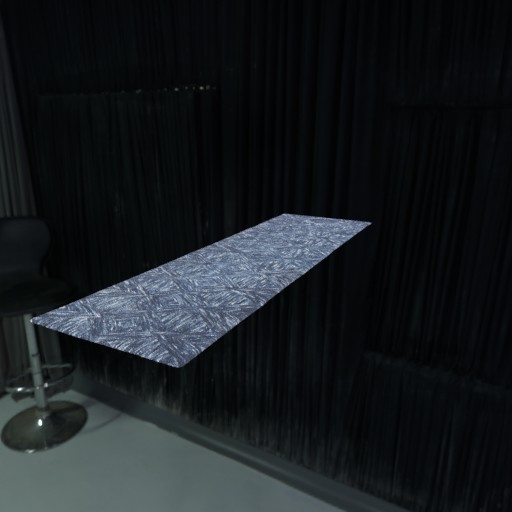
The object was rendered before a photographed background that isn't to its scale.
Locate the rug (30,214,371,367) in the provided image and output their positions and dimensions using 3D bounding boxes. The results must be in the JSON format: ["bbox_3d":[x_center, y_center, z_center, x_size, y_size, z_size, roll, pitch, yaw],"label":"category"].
[{"bbox_3d":[0.000,0.000,2.472,0.719,0.013,2.306,9,19,27],"label":"rug"}]
